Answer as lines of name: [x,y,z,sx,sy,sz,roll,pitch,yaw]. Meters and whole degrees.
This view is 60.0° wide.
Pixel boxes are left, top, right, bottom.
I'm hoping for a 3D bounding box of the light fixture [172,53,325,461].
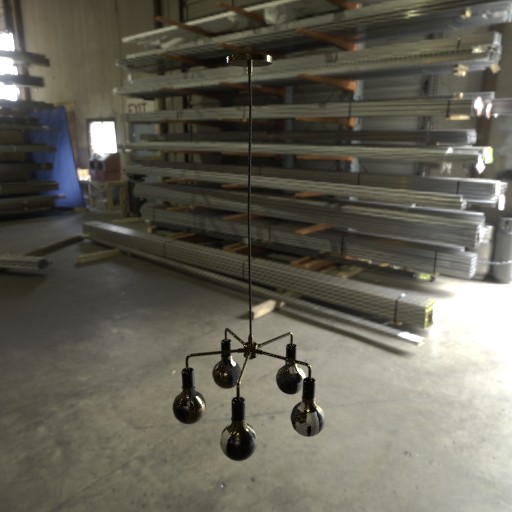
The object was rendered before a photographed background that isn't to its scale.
light fixture: [0.000,0.000,1.190,0.421,0.988,0.438,7,16,26]
